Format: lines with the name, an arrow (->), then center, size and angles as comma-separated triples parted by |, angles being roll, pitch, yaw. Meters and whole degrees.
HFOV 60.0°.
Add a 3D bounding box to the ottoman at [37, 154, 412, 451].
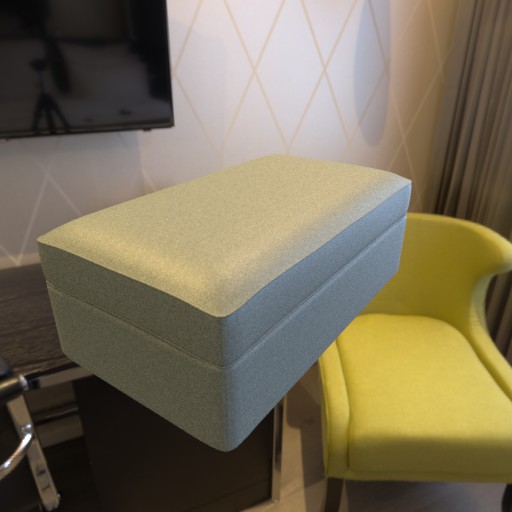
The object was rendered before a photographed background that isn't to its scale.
ottoman -> 0.000, 0.000, 1.538 | 0.681, 0.494, 1.173 | 17, 31, 31
